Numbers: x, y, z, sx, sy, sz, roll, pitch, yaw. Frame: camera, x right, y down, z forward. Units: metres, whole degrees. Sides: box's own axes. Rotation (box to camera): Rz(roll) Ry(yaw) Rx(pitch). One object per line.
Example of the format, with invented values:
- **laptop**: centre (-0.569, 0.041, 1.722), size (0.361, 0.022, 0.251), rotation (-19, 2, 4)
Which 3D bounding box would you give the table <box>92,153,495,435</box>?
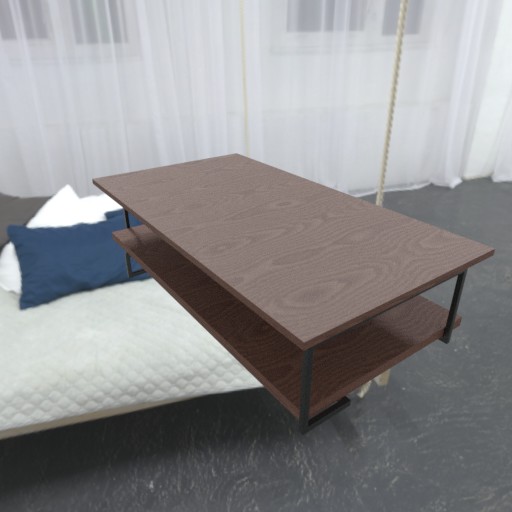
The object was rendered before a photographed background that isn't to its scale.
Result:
- **table**: centre (0.000, 0.000, 1.478), size (0.651, 0.347, 1.197), rotation (-18, 32, -31)
